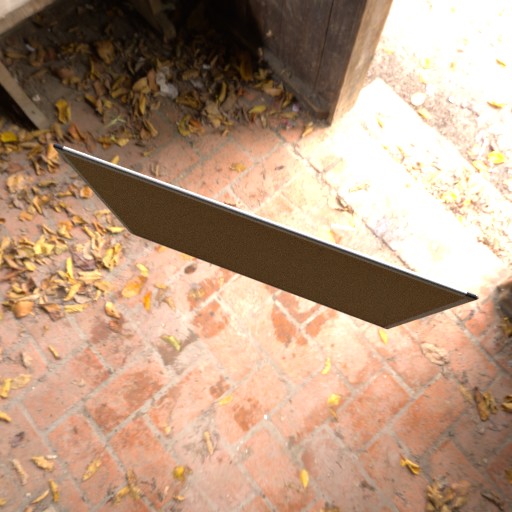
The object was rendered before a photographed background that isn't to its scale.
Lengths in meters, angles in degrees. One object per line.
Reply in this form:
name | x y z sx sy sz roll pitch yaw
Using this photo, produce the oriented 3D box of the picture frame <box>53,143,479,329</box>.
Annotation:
picture frame | 0.000 0.000 1.162 0.900 0.600 0.010 20 76 5
